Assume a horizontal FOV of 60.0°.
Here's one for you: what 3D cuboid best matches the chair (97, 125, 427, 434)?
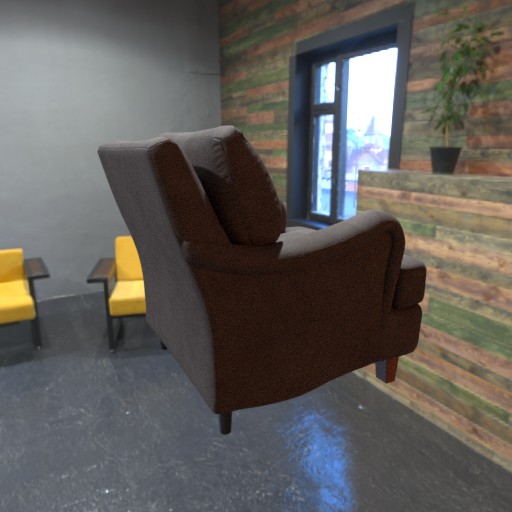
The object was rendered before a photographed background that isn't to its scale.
[{"bbox_3d":[0.000,0.000,1.834,1.070,0.997,0.955,-7,15,-27],"label":"chair"}]
